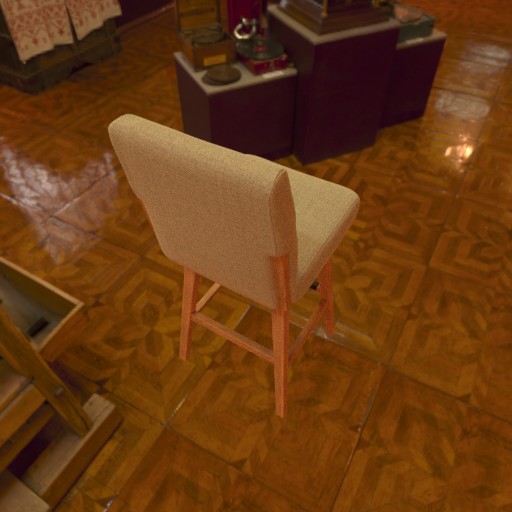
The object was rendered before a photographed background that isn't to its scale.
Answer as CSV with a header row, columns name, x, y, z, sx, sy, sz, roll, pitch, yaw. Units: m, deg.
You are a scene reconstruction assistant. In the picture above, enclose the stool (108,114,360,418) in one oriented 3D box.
name,x,y,z,sx,sy,sz,roll,pitch,yaw
stool,0.000,0.000,1.431,0.483,1.106,0.569,24,51,21
